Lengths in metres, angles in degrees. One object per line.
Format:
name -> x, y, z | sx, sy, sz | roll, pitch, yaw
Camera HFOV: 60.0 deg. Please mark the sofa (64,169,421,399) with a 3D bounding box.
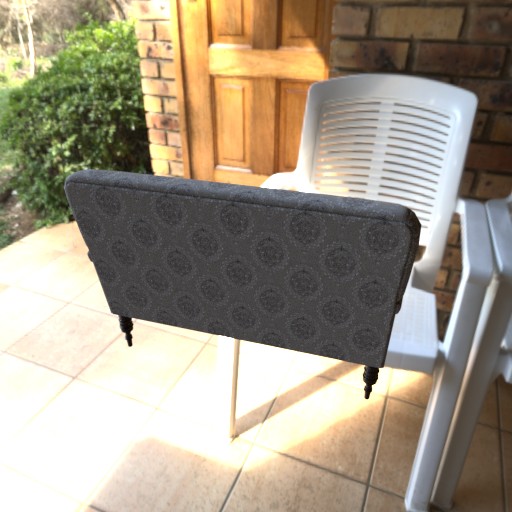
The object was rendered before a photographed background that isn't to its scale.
sofa -> 0.000, 0.000, 1.904 | 1.297, 0.889, 0.779 | 9, 32, 14
